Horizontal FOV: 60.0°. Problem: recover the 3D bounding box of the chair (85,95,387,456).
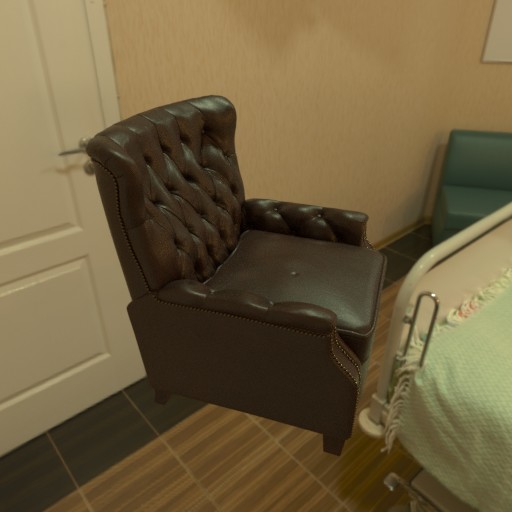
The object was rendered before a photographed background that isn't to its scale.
[{"bbox_3d":[0.000,0.000,1.452,0.823,0.864,0.709,10,32,17],"label":"chair"}]
